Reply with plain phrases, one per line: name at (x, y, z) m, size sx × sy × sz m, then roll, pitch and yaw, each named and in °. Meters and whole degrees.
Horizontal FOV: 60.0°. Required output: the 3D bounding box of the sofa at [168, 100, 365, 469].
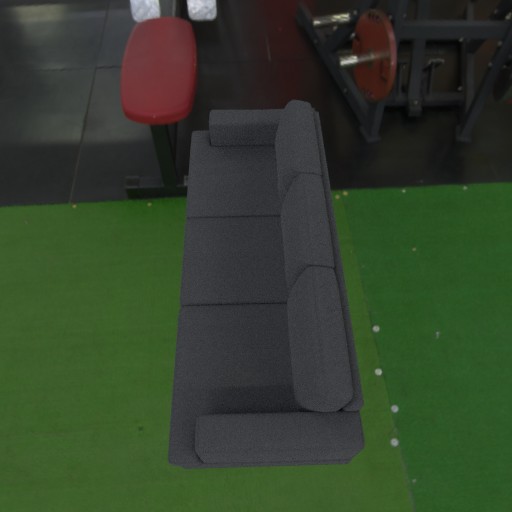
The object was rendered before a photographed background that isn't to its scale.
sofa at (0.000, 0.000, 2.722) m, size 0.920 × 0.810 × 2.310 m, roll -1°, pitch 57°, yaw -1°
